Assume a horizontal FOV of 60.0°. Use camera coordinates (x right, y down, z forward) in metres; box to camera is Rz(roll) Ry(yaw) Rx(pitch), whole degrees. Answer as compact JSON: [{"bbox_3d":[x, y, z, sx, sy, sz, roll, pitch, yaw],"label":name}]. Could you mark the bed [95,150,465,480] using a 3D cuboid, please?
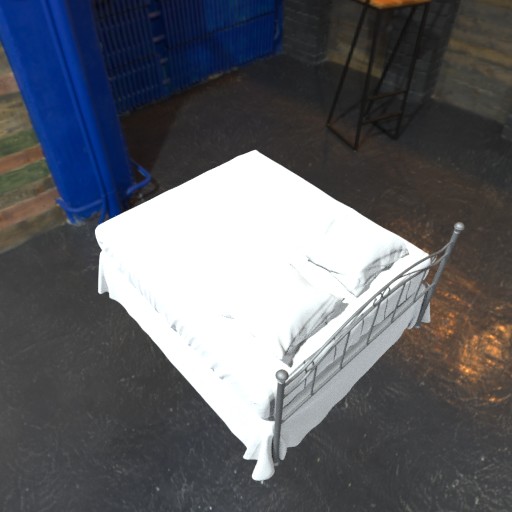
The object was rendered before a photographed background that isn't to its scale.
[{"bbox_3d":[0.000,0.000,3.368,1.936,1.080,2.215,-33,53,-28],"label":"bed"}]
